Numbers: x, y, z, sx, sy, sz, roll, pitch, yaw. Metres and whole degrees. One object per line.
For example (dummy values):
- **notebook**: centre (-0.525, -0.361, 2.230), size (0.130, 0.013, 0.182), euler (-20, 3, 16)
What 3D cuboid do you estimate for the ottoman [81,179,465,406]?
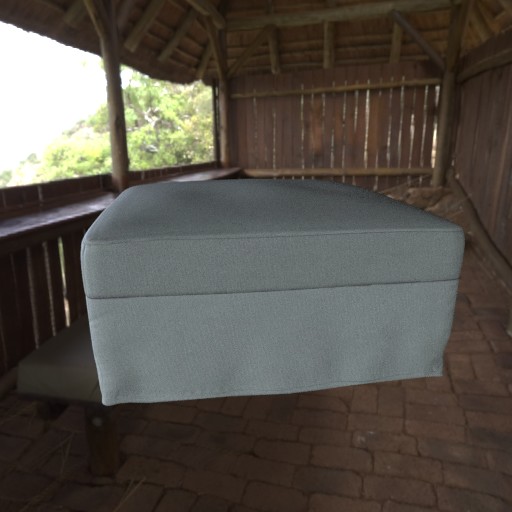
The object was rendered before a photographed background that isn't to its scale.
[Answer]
- **ottoman**: centre (0.000, 0.000, 1.344), size (0.843, 0.441, 0.842), euler (-2, 16, -8)
